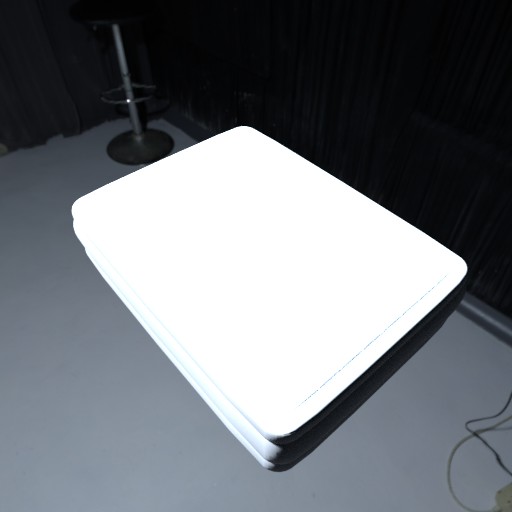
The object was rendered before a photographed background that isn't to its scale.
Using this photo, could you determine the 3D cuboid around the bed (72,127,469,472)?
[{"bbox_3d":[0.000,0.000,2.685,1.520,0.460,2.036,-32,55,-27],"label":"bed"}]
